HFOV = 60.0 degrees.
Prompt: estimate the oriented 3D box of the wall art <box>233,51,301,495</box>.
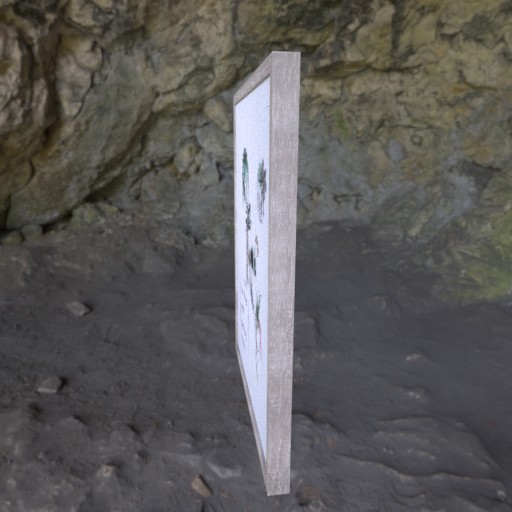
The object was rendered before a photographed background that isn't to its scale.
[{"bbox_3d":[0.000,0.000,0.703,0.032,0.521,0.421,-2,14,-8],"label":"wall art"}]
